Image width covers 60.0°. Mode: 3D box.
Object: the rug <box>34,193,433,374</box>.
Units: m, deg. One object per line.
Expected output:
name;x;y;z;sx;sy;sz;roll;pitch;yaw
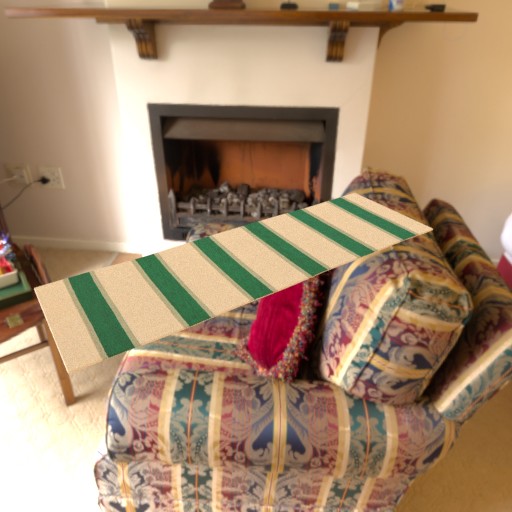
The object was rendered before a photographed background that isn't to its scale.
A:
rug;0.000;0.000;2.756;2.438;0.012;0.768;-19;36;-28
